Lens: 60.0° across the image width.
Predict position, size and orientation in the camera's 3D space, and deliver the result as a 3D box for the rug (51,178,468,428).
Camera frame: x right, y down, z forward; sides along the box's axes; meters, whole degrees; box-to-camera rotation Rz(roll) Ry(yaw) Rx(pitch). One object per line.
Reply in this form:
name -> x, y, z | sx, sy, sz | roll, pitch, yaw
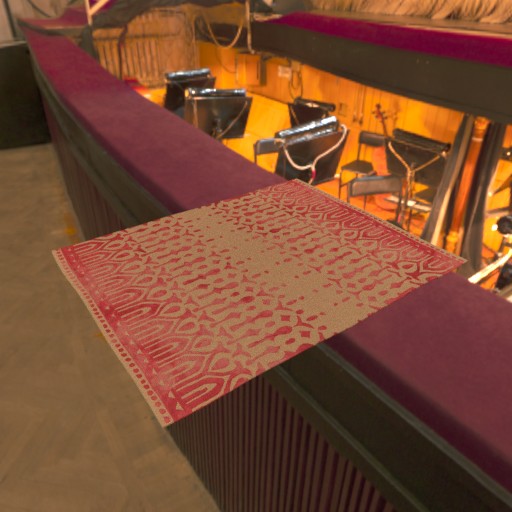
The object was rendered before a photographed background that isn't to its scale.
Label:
rug -> 0.000, 0.000, 4.143 | 3.095, 0.016, 2.441 | -21, 38, -30
